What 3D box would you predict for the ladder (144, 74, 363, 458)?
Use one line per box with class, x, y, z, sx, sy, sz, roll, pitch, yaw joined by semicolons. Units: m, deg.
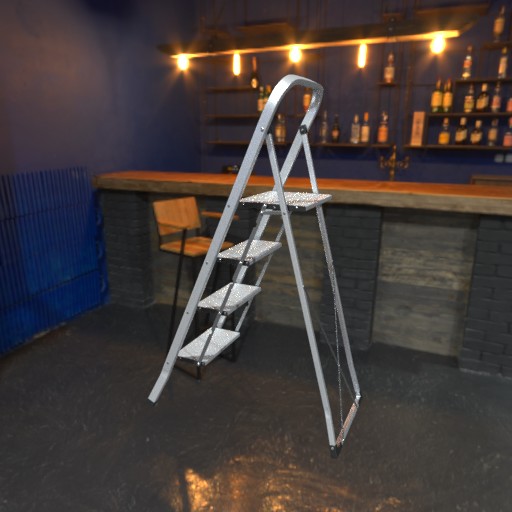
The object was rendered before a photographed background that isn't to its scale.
ladder;0.000;0.000;1.739;0.830;1.290;0.465;7;17;24
